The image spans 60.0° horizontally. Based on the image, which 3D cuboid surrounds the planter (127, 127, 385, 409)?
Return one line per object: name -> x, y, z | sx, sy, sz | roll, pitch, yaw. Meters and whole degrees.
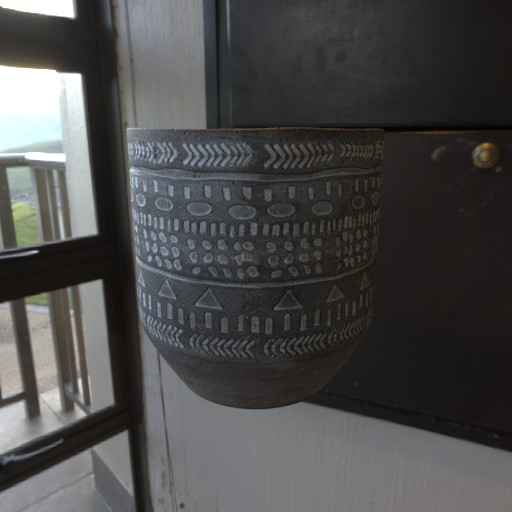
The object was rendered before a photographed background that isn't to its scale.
planter -> 0.000, 0.000, 0.270 | 0.142, 0.149, 0.142 | 0, 15, 0
